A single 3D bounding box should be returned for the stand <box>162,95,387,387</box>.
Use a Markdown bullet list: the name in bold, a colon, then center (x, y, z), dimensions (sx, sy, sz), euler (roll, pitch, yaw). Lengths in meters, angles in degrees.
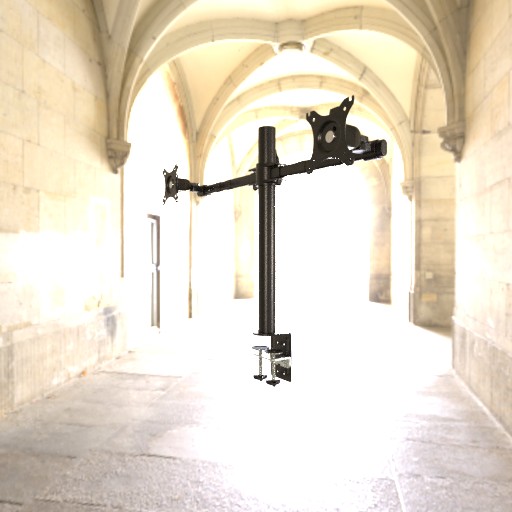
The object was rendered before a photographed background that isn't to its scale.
- **stand**: center (0.000, 0.000, 1.031), dimensions (0.150, 0.603, 0.743), euler (0, 1, -35)
